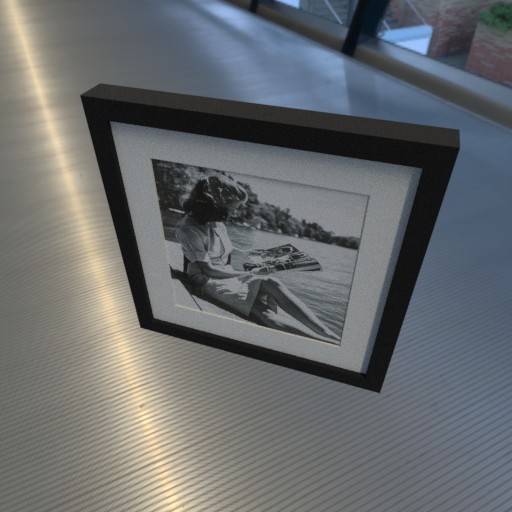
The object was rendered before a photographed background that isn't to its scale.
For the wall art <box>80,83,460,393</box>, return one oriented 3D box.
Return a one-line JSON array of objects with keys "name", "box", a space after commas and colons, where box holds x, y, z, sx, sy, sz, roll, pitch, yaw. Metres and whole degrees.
[{"name": "wall art", "box": [0.000, 0.000, 0.454, 0.308, 0.305, 0.030, 12, 42, 14]}]
